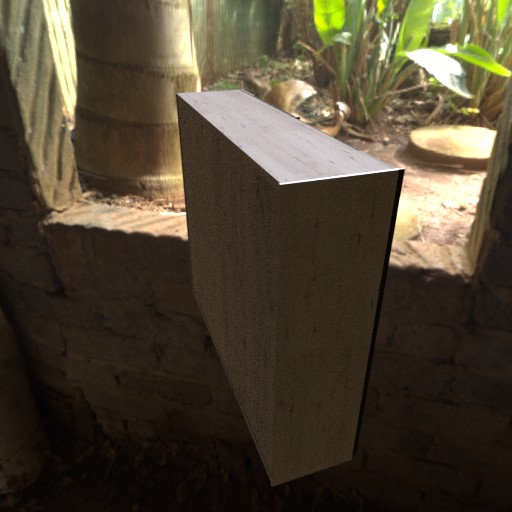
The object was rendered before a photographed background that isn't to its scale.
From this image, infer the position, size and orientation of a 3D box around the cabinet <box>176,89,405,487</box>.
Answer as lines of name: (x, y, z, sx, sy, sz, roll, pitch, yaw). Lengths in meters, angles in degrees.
cabinet: (0.000, 0.000, 3.624, 0.660, 2.180, 2.500, -10, 31, -17)
